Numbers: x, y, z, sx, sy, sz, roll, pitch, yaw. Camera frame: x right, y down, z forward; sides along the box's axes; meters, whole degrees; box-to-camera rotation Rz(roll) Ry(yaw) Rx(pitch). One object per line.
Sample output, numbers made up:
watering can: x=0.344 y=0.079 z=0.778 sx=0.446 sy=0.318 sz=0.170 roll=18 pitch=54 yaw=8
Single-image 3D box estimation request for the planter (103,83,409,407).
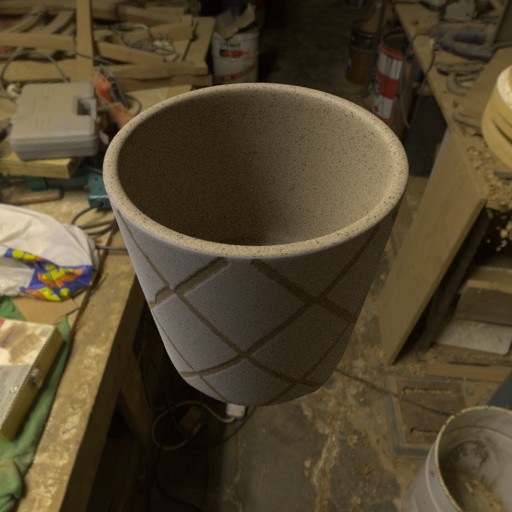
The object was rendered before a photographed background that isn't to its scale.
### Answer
planter: x=0.000 y=0.000 z=0.421 sx=0.228 sy=0.235 sz=0.228 roll=0 pitch=46 yaw=0
